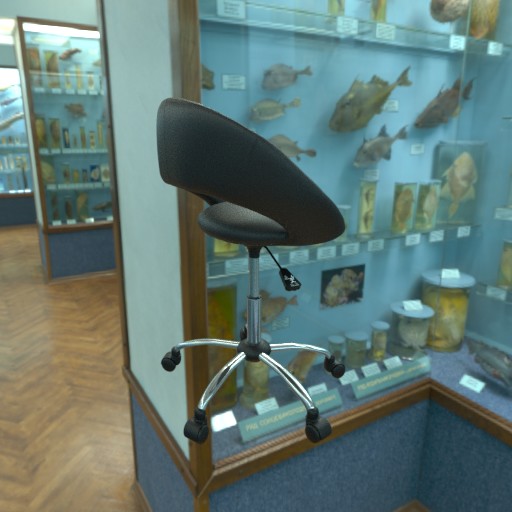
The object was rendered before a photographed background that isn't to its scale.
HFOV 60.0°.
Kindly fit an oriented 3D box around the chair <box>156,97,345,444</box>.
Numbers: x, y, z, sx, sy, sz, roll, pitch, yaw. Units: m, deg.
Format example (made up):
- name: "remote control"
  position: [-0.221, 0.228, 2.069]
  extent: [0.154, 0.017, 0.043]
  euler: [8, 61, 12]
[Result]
- name: "chair"
  position: [0.000, 0.000, 1.198]
  extent: [0.538, 0.791, 0.612]
  euler: [-8, 17, -27]
